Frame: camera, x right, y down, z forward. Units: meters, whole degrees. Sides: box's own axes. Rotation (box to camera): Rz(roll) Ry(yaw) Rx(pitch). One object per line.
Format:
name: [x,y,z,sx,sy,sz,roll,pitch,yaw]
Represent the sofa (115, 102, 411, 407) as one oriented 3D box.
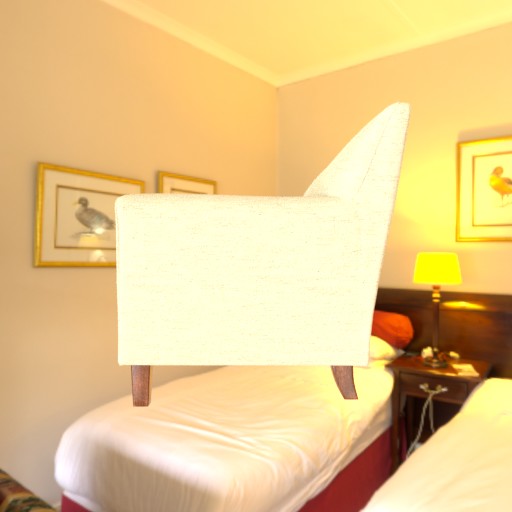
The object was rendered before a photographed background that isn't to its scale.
sofa: [0.000,0.000,1.994,0.891,0.892,1.482,0,0,0]
